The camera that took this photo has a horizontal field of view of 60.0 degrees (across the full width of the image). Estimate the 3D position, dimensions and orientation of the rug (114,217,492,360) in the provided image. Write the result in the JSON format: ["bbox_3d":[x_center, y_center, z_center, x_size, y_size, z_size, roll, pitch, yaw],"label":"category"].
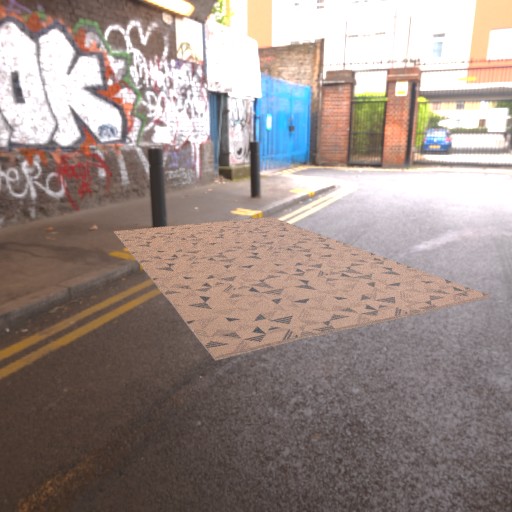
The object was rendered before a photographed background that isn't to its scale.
[{"bbox_3d":[0.000,0.000,3.020,1.512,0.009,2.457,-7,17,-25],"label":"rug"}]
